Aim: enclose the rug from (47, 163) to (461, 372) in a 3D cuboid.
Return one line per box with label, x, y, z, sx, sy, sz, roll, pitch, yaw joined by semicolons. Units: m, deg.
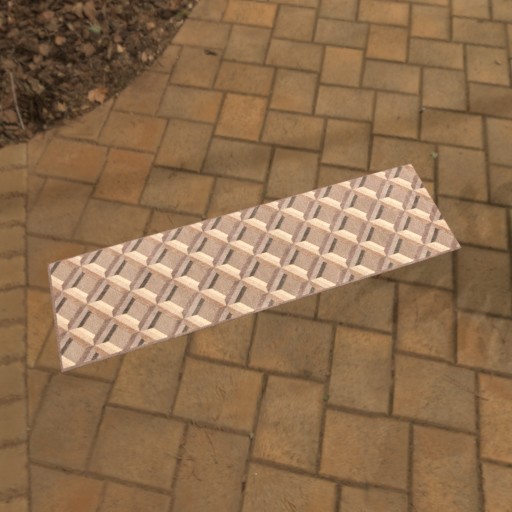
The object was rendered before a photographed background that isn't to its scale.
rug;0.000;0.000;2.700;2.437;0.013;0.685;-16;65;-8
